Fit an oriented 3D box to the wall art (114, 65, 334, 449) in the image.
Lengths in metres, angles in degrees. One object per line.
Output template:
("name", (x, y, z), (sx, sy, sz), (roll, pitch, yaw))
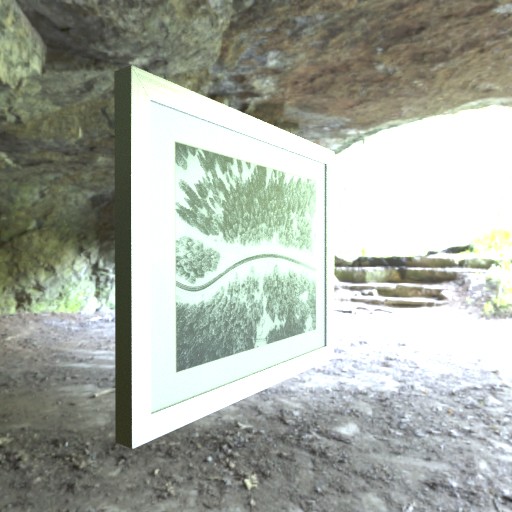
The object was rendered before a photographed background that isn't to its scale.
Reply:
("wall art", (0.000, 0.000, 0.762), (0.032, 0.456, 0.557), (0, 1, 35))
